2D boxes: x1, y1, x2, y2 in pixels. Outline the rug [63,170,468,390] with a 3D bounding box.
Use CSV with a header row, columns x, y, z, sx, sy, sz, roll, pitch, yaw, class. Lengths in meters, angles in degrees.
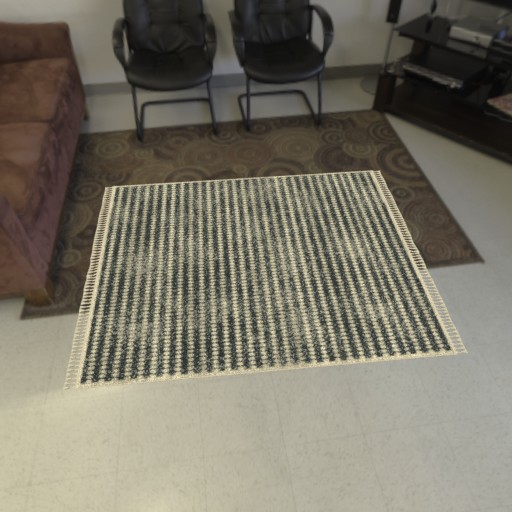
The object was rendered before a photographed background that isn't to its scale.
x,y,z,sx,sy,sz,roll,pitch,yaw,class
0.000,0.000,3.919,2.910,0.013,2.256,-4,47,-4,rug
